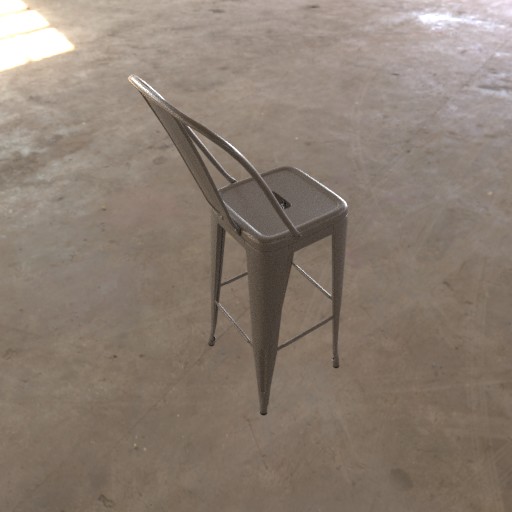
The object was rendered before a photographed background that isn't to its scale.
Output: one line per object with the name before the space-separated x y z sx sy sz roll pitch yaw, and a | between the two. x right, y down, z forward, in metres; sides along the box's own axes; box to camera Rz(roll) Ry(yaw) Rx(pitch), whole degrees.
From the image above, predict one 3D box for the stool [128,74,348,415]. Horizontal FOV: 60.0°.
stool | 0.000 0.000 1.316 0.513 1.096 0.399 -24 47 -25
